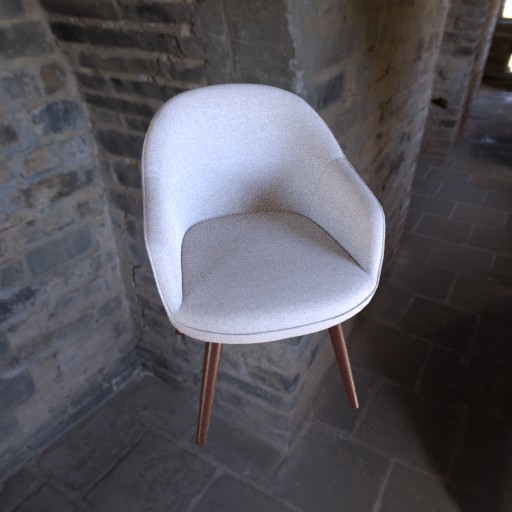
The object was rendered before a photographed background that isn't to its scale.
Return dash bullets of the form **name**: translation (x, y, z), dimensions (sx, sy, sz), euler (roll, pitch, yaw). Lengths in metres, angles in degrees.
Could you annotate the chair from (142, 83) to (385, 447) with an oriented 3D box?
- **chair**: translation (0.000, 0.000, 1.267), dimensions (0.596, 0.823, 0.635), euler (-9, 33, -13)
